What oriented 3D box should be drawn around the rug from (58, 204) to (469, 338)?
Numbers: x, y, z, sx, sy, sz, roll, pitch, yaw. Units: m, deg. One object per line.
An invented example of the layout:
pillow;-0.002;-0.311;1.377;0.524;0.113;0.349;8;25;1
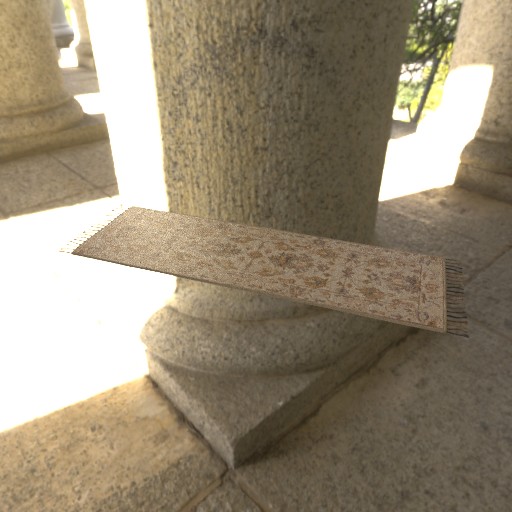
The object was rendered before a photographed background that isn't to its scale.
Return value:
rug;0.000;0.000;2.770;2.438;0.021;0.729;11;34;16
